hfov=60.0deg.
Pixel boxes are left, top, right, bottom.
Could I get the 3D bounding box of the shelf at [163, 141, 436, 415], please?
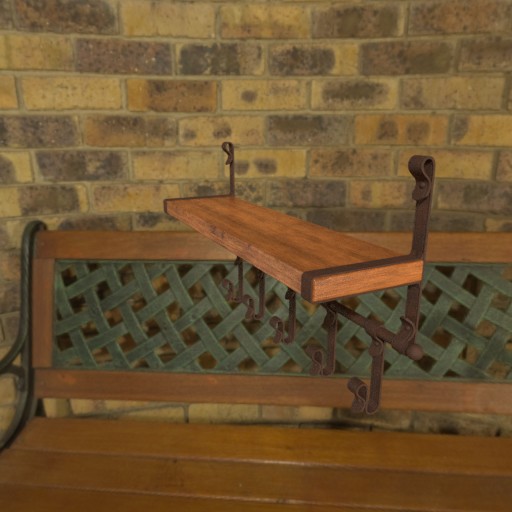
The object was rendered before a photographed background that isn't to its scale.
[{"bbox_3d":[0.000,0.000,0.692,0.146,0.330,0.567,-8,18,-25],"label":"shelf"}]
